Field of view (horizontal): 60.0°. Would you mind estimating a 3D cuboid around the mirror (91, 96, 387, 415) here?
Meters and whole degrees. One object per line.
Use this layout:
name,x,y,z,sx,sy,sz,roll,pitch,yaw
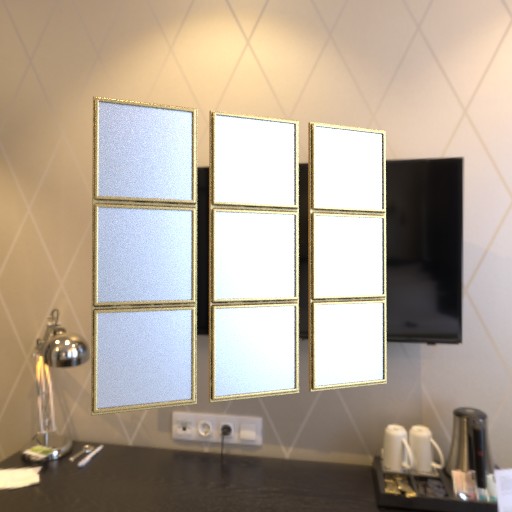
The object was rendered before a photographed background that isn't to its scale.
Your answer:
mirror,0.000,0.000,1.457,1.011,0.926,0.023,0,-1,-20
